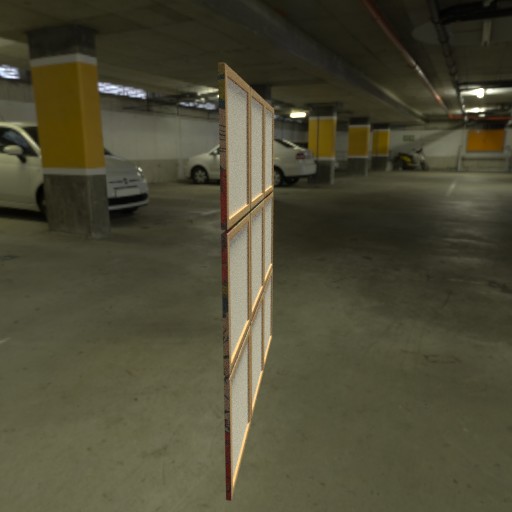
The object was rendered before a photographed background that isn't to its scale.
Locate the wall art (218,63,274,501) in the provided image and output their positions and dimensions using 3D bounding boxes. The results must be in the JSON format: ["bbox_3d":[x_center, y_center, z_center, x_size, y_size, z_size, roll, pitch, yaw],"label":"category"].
[{"bbox_3d":[0.000,0.000,1.323,0.013,0.913,0.904,2,14,8],"label":"wall art"}]
